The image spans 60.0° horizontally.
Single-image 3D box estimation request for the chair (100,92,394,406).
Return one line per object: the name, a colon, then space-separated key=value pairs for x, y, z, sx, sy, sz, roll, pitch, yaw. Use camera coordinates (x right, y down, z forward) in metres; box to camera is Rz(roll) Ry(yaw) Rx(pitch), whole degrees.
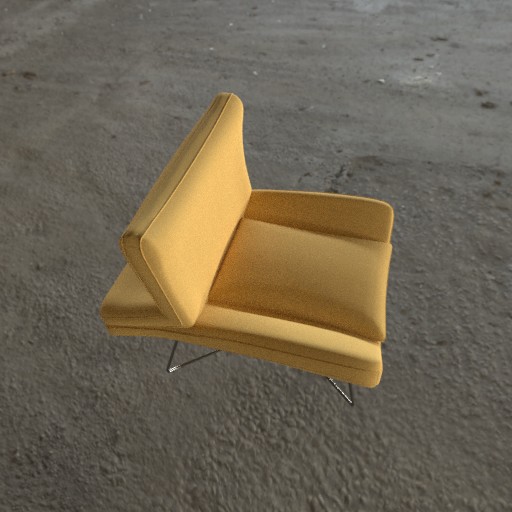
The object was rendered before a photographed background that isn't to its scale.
chair: x=0.000 y=0.000 z=1.680 sx=1.008 sy=0.855 sz=0.859 roll=11 pitch=48 yaw=10
